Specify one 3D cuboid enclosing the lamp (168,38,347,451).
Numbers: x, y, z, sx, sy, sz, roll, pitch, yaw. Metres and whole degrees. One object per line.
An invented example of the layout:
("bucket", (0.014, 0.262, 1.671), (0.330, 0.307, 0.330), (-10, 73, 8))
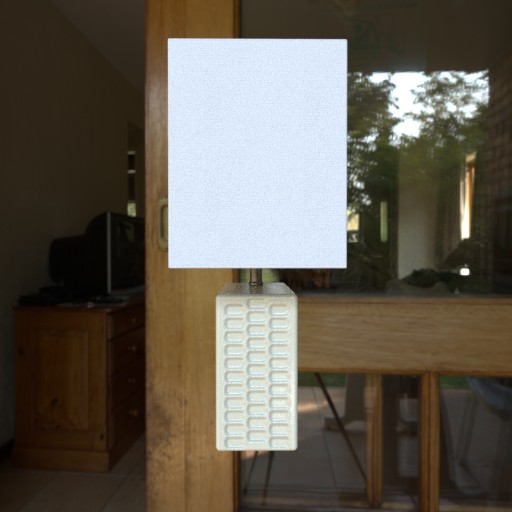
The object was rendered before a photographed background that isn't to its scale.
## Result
("lamp", (0.000, 0.000, 0.686), (0.200, 0.515, 0.380), (0, 1, -1))
